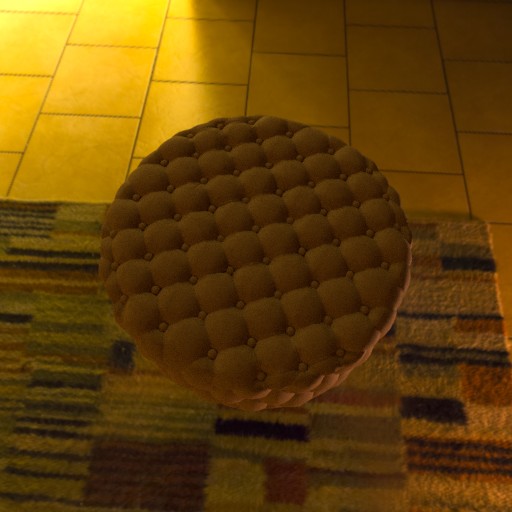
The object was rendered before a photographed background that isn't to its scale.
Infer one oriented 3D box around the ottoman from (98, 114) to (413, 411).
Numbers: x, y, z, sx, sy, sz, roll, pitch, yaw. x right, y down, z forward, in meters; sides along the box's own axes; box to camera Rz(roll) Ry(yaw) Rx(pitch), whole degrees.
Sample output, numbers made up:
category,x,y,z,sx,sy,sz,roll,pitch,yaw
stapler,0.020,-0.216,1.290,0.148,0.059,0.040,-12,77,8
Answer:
category,x,y,z,sx,sy,sz,roll,pitch,yaw
ottoman,0.000,0.000,1.538,0.998,0.399,0.998,0,63,0
